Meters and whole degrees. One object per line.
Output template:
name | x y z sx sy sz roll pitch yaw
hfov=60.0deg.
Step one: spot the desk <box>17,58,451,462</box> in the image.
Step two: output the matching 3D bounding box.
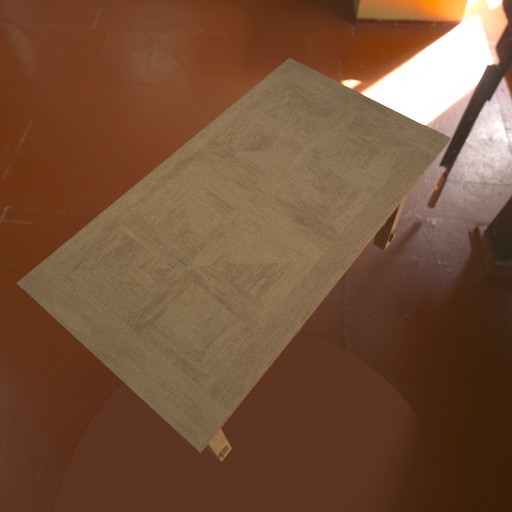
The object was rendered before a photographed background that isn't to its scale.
desk | 0.000 0.000 1.949 0.813 0.762 1.499 35 65 19
